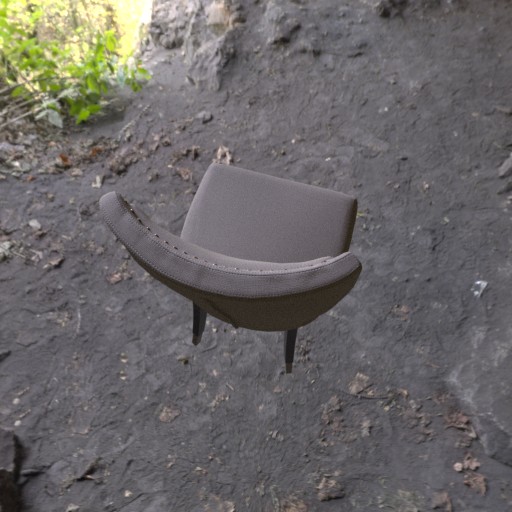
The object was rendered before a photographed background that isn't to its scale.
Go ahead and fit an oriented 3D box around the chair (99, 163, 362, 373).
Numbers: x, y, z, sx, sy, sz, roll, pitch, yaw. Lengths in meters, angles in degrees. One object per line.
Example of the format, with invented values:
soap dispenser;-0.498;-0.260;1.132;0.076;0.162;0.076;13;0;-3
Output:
chair;0.000;0.000;1.308;0.526;0.955;0.630;15;64;8
